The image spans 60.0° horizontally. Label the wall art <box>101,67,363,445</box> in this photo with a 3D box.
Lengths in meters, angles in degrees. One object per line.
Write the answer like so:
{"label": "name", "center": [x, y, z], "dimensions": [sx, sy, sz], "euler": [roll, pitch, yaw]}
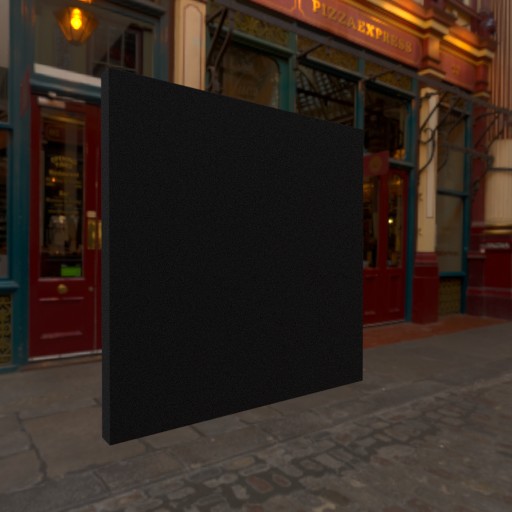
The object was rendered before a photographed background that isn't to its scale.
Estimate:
{"label": "wall art", "center": [0.000, 0.000, 0.685], "dimensions": [0.462, 0.458, 0.030], "euler": [0, 1, -36]}
